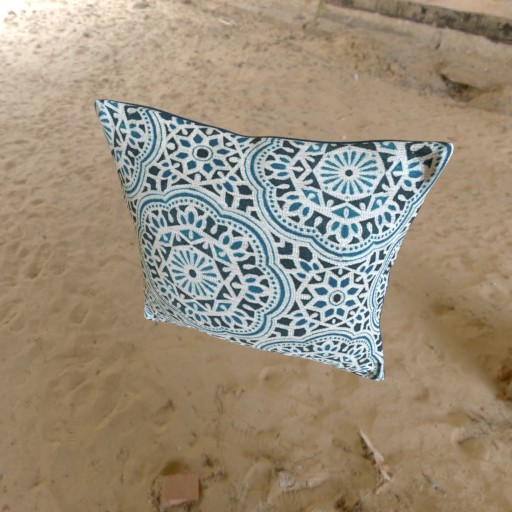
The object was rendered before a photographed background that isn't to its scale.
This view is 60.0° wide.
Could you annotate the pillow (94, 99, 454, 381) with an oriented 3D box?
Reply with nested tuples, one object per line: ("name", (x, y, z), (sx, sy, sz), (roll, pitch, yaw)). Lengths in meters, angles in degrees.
("pillow", (0.000, 0.000, 0.645), (0.440, 0.420, 0.145), (12, 41, 14))
